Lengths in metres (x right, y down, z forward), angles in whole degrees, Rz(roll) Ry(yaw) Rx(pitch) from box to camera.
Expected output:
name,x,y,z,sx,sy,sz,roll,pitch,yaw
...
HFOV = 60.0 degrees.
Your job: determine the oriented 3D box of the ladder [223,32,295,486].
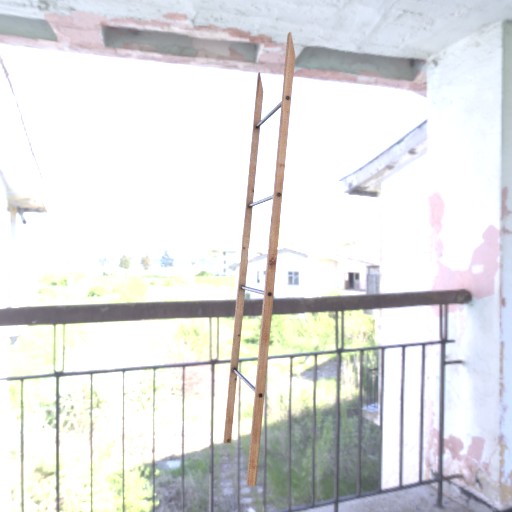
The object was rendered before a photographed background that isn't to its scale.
name,x,y,z,sx,sy,sz,roll,pitch,yaw
ladder,0.000,0.000,1.971,0.200,1.805,0.442,0,0,-17
